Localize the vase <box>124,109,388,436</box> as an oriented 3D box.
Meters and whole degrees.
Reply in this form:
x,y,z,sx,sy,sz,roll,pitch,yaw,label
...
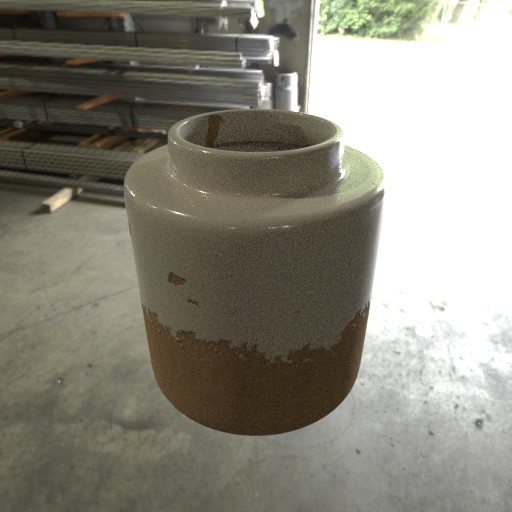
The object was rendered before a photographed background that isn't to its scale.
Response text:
x,y,z,sx,sy,sz,roll,pitch,yaw,label
0.000,0.000,0.291,0.153,0.167,0.153,0,31,0,vase
